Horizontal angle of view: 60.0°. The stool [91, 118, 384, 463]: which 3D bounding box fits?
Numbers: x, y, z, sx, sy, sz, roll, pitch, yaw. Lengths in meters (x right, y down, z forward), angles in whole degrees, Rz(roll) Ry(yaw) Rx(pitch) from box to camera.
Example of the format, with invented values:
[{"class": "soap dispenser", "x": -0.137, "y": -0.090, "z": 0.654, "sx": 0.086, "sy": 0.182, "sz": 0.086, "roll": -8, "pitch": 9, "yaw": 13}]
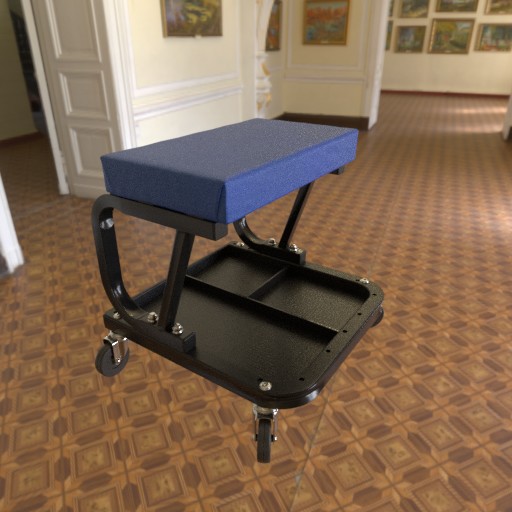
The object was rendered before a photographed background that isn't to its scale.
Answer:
[{"class": "stool", "x": 0.000, "y": 0.000, "z": 0.739, "sx": 0.371, "sy": 0.380, "sz": 0.446, "roll": 17, "pitch": 31, "yaw": 30}]
